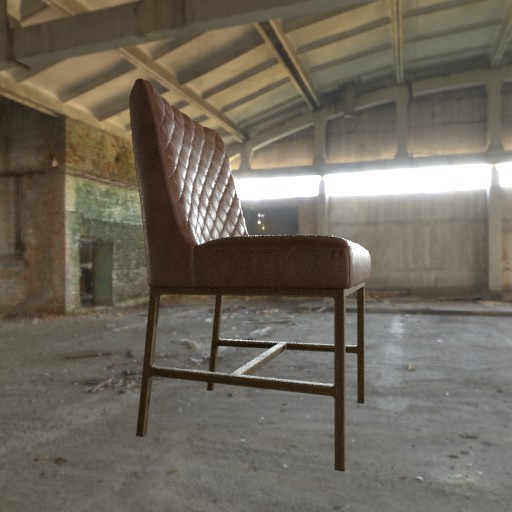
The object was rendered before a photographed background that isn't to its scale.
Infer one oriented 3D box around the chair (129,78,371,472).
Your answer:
[{"bbox_3d":[0.000,0.000,1.224,0.587,0.889,0.508,0,-1,19],"label":"chair"}]
